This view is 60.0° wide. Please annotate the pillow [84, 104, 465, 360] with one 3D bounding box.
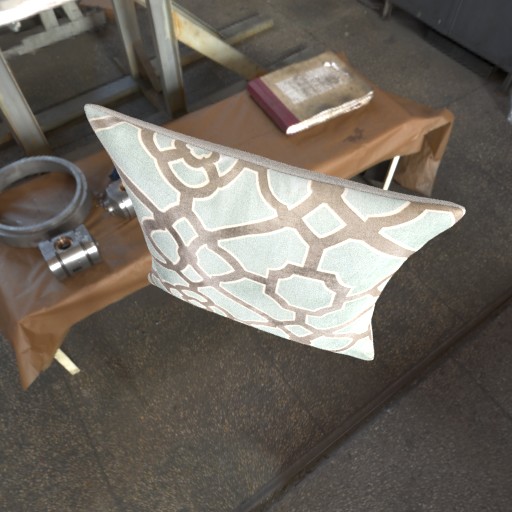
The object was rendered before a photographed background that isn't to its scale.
[{"bbox_3d":[0.000,0.000,0.810,0.552,0.508,0.166,18,59,11],"label":"pillow"}]
